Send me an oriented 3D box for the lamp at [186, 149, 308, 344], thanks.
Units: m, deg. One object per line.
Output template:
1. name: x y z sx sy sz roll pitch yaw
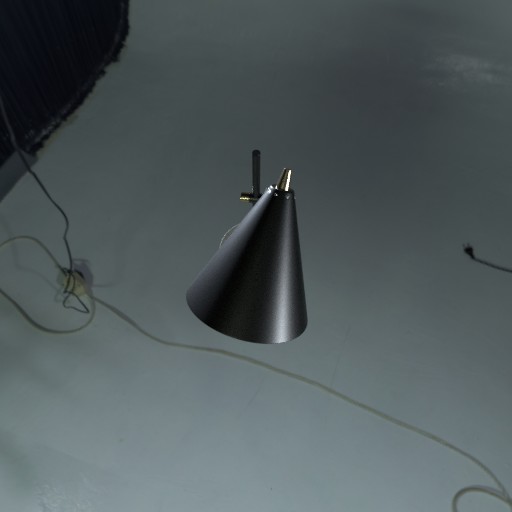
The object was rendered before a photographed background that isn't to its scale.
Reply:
1. lamp: 0.000 0.000 0.720 0.214 0.518 0.403 14 59 9
